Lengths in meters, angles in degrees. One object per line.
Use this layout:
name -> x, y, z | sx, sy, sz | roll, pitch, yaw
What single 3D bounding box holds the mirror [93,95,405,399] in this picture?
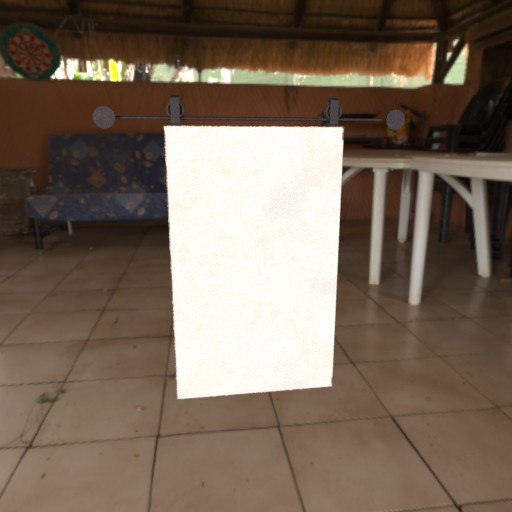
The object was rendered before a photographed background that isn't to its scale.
mirror -> 0.000, 0.000, 1.244 | 0.808, 0.844, 0.037 | -2, 14, -9
